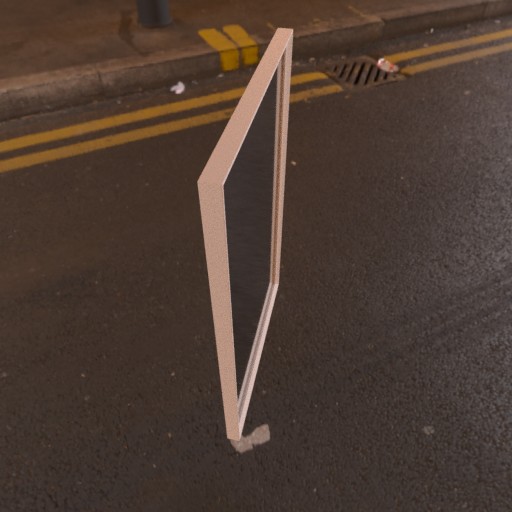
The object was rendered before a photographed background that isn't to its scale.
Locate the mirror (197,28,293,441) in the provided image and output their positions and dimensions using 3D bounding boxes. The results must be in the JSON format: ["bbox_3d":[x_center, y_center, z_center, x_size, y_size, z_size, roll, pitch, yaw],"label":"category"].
[{"bbox_3d":[0.000,0.000,1.158,0.041,0.915,0.609,9,47,9],"label":"mirror"}]
